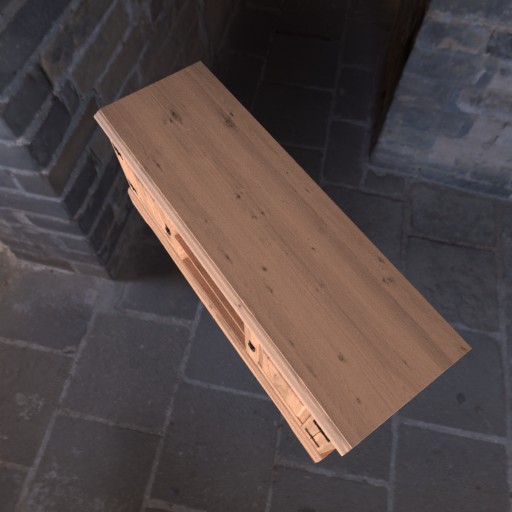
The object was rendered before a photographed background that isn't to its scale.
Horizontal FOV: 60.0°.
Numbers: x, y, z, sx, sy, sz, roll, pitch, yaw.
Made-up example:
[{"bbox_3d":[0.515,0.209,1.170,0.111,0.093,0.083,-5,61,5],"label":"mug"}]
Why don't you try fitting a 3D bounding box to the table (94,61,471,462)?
[{"bbox_3d":[0.000,0.000,1.444,0.400,0.510,1.200,-33,68,-15],"label":"table"}]
